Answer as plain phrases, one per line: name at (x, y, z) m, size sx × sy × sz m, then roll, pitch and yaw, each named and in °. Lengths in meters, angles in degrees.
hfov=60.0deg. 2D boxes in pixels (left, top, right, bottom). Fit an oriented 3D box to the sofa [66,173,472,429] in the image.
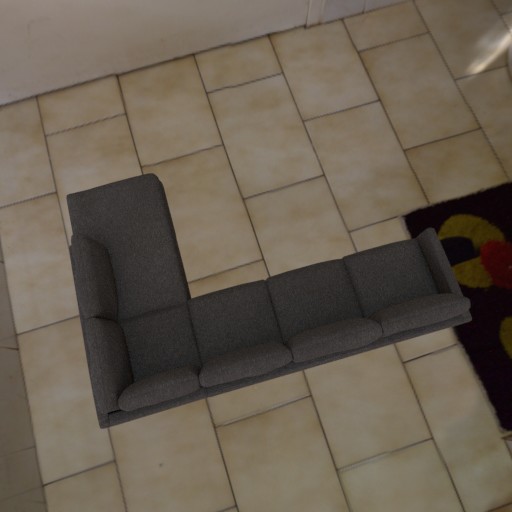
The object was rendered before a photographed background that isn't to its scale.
sofa at (0.000, 0.000, 3.740) m, size 2.949 × 0.815 × 2.007 m, roll -15°, pitch 74°, yaw -4°
